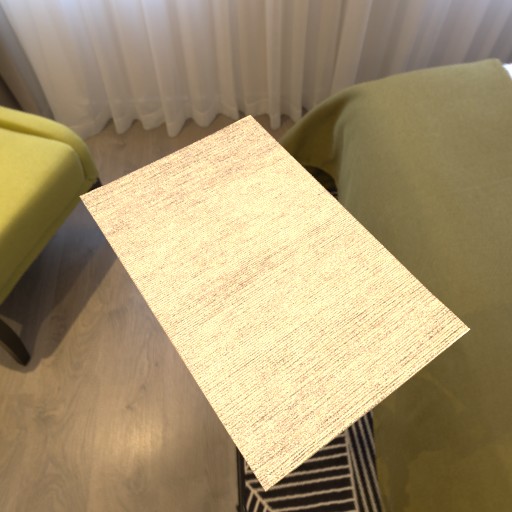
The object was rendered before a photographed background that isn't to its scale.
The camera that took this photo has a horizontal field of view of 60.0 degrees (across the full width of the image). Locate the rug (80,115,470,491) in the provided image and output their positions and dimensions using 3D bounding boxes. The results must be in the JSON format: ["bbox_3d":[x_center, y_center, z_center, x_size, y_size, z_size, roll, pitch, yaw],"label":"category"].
[{"bbox_3d":[0.000,0.000,2.228,1.149,0.021,1.773,-30,62,-18],"label":"rug"}]
